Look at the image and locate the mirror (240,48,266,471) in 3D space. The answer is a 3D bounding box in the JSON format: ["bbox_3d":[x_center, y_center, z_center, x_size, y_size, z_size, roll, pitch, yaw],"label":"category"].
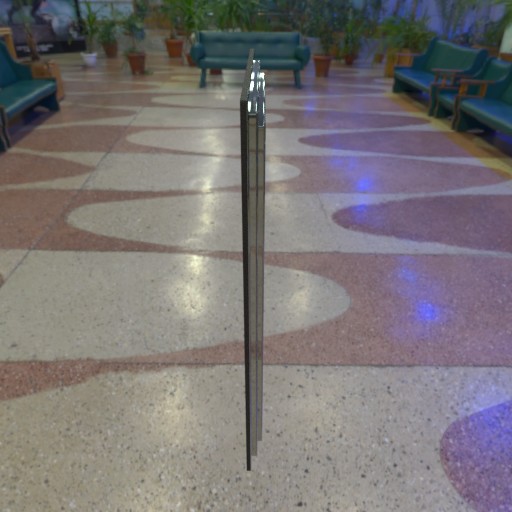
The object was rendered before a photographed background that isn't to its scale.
[{"bbox_3d":[0.000,0.000,1.153,0.039,0.914,0.613,0,32,1],"label":"mirror"}]
